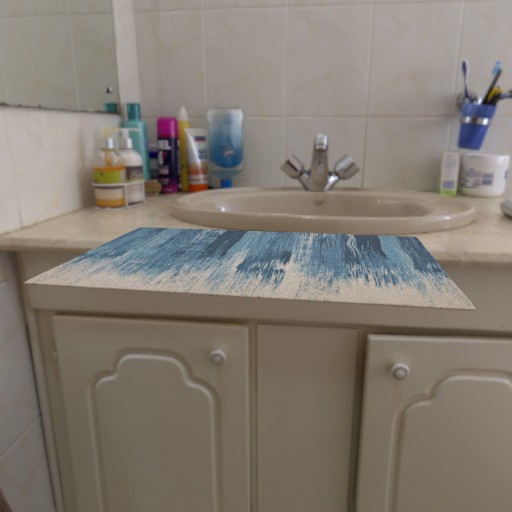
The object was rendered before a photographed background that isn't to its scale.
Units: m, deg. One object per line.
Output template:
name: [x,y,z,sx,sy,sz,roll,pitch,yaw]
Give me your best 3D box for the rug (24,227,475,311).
rug: [0.000,0.000,2.337,1.836,0.009,1.232,2,15,9]
